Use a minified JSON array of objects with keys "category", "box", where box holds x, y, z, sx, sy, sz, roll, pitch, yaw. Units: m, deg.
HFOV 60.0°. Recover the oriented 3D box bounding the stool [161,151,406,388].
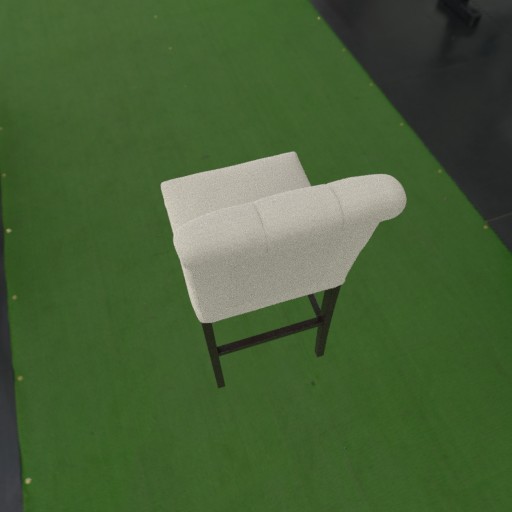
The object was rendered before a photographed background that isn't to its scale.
[{"category":"stool","box":[0.000,0.000,1.447,0.482,1.118,0.610,-15,59,-9]}]
